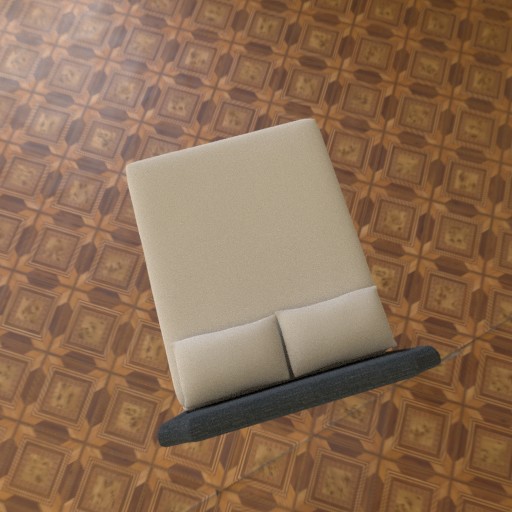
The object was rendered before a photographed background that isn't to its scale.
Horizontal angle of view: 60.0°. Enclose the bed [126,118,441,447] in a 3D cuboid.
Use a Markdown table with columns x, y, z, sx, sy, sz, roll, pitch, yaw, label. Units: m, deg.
| x | y | z | sx | sy | sz | roll | pitch | yaw | label |
| --- | --- | --- | --- | --- | --- | --- | --- | --- | --- |
| 0.000 | 0.000 | 3.389 | 1.828 | 1.297 | 2.208 | -15 | 76 | -4 | bed |
